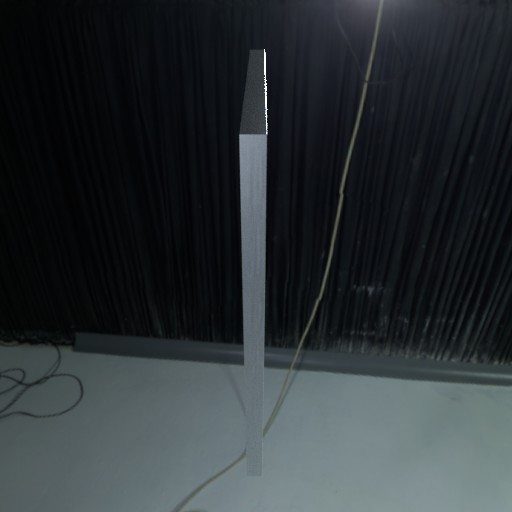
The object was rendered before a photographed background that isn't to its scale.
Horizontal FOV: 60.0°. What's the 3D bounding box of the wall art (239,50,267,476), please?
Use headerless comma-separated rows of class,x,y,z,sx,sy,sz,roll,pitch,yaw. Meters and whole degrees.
wall art,0.000,0.000,0.750,0.025,0.569,0.444,0,34,1
